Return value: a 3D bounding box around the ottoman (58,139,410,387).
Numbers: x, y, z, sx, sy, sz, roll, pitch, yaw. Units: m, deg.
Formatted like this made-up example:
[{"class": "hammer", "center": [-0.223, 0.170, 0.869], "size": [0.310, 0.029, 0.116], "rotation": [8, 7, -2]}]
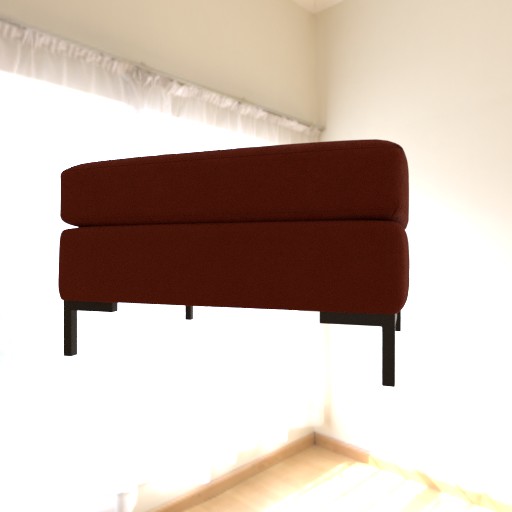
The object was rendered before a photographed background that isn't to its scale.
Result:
[{"class": "ottoman", "center": [0.000, 0.000, 1.194], "size": [0.782, 0.462, 0.650], "rotation": [0, 0, 19]}]
